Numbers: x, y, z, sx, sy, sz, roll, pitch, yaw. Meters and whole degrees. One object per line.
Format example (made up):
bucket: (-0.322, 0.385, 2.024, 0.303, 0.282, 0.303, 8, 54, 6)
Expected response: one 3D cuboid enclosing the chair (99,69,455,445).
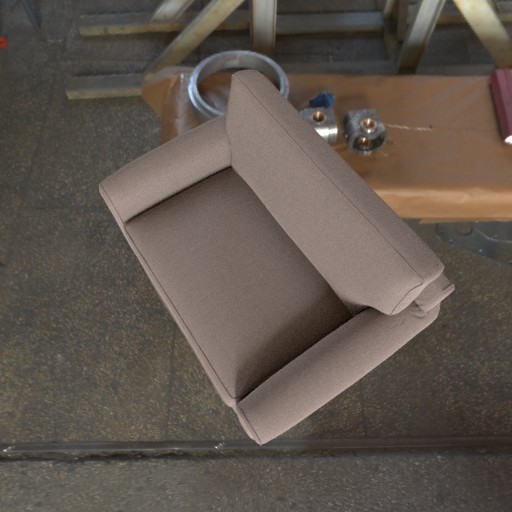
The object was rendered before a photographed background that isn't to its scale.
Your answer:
chair: (0.000, 0.000, 2.031, 0.930, 0.930, 1.390, -31, 68, -14)
